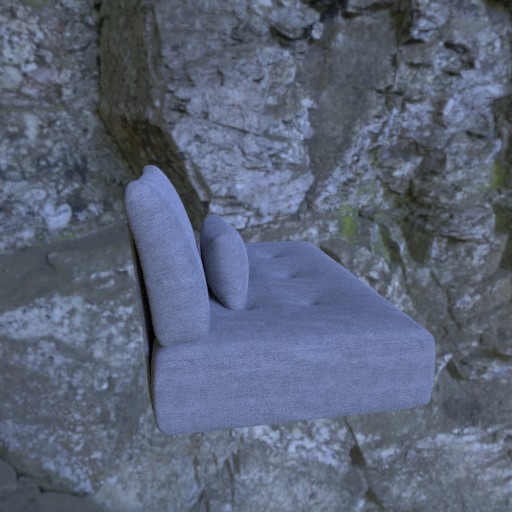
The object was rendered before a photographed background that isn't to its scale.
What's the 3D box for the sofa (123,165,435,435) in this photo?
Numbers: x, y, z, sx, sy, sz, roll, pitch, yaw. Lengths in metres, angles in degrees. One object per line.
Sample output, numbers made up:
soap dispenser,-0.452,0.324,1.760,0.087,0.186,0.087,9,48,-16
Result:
sofa,0.000,0.000,2.046,1.002,0.820,1.450,-3,15,-10
